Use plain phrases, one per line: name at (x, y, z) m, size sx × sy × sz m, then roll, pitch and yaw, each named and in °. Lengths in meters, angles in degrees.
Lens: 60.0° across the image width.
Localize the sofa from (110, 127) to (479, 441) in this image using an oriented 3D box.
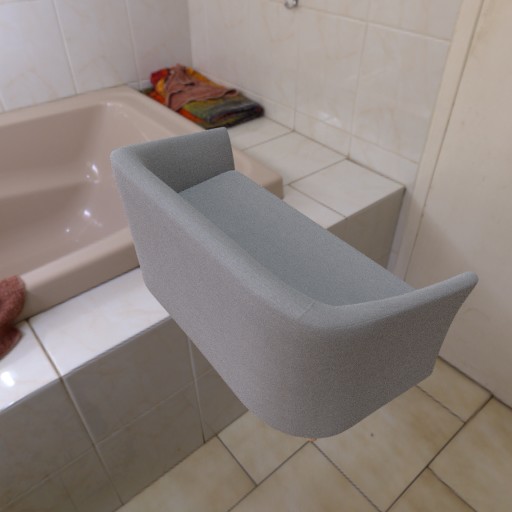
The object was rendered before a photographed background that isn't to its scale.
sofa at (0.000, 0.000, 1.826) m, size 0.705 × 0.721 × 1.452 m, roll -26°, pitch 46°, yaw -28°
